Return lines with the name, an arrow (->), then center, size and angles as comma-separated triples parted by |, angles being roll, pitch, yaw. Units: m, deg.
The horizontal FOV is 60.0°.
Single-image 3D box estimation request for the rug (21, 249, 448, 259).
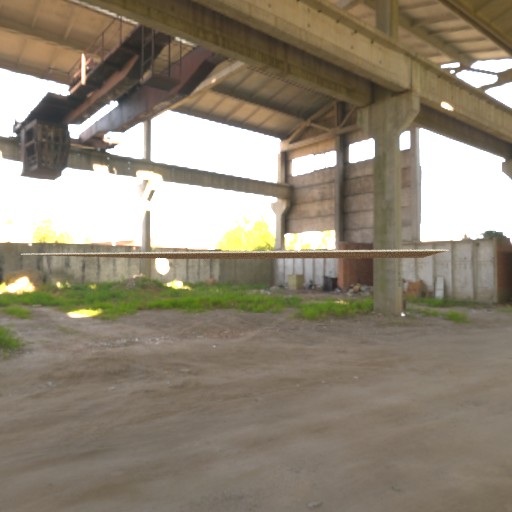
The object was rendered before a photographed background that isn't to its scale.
rug -> 0.000, 0.000, 4.022 | 2.980, 0.012, 2.363 | 0, -1, 18
